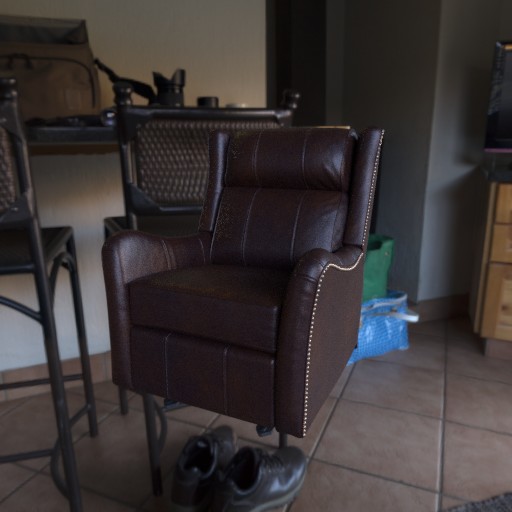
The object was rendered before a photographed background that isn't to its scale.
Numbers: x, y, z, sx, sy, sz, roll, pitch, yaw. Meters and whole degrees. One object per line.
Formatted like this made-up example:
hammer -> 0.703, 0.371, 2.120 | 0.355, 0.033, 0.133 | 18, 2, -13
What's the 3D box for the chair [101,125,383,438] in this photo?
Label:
chair -> 0.000, 0.000, 1.888 | 0.869, 1.084, 1.008 | 6, 15, 25
